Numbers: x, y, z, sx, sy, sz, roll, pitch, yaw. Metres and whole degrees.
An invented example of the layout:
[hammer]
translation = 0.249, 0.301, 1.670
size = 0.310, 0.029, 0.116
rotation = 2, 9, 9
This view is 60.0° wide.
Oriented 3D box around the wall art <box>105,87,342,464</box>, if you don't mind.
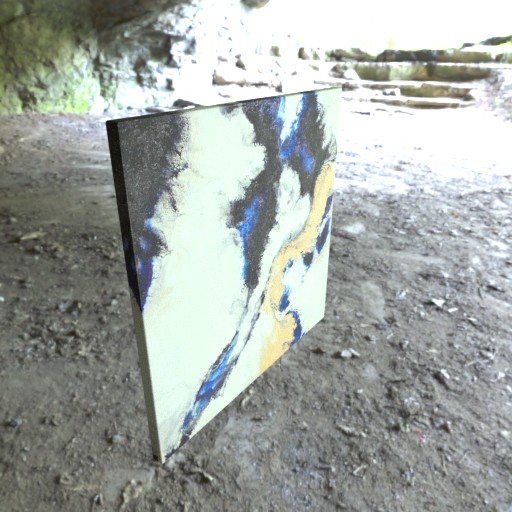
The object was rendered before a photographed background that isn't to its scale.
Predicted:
[wall art]
translation = 0.000, 0.000, 1.321
size = 0.038, 0.885, 0.887
rotation = 18, 31, 33
